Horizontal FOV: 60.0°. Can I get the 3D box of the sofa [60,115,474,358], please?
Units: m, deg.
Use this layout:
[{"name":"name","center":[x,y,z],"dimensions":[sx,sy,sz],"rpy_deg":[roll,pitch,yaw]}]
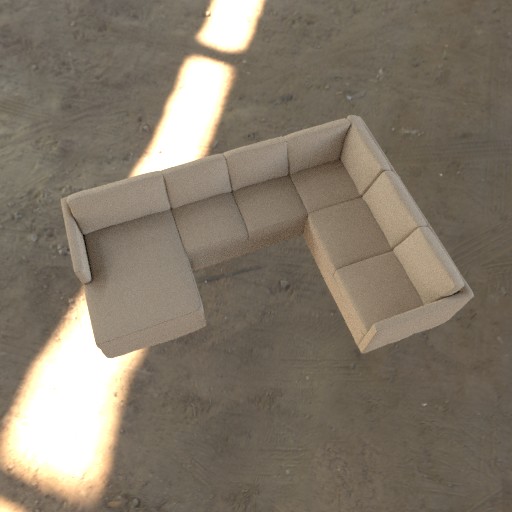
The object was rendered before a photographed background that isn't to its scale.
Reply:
[{"name":"sofa","center":[0.000,0.000,4.597],"dimensions":[3.528,0.878,2.476],"rpy_deg":[-18,64,-9]}]
